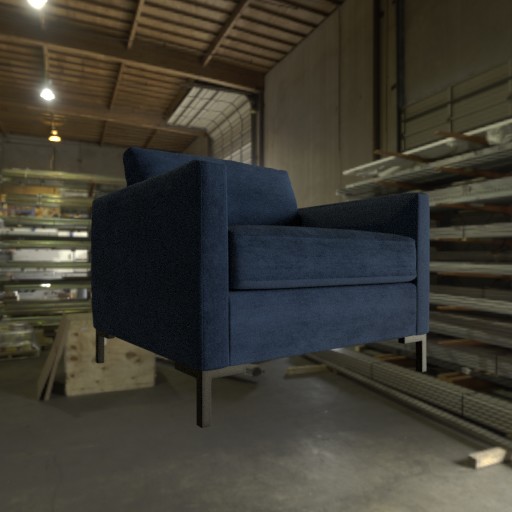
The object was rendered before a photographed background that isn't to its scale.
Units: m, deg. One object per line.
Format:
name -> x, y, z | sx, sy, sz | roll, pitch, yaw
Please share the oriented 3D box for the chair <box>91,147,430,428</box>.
chair -> 0.000, 0.000, 1.621 | 0.964, 0.812, 0.875 | 0, -1, -36
